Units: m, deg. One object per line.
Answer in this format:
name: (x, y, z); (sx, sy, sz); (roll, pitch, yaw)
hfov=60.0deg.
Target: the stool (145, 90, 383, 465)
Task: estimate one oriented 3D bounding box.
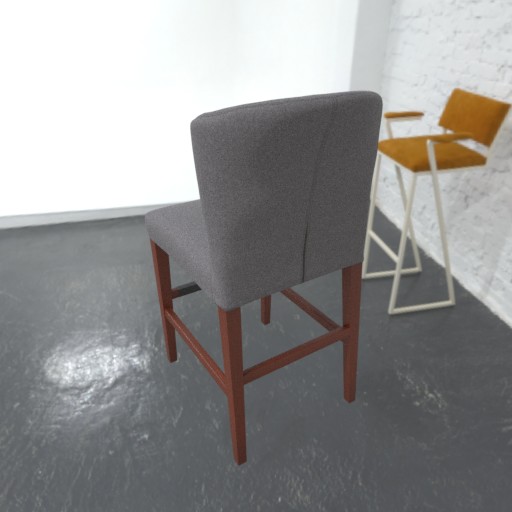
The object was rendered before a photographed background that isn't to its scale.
stool: (0.000, 0.000, 1.292); (0.481, 0.968, 0.568); (-17, 33, -28)
